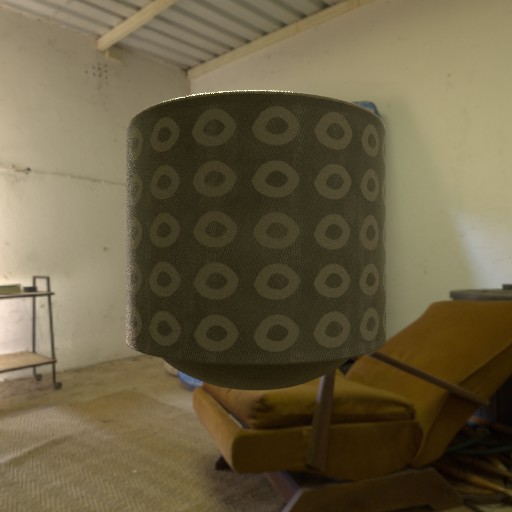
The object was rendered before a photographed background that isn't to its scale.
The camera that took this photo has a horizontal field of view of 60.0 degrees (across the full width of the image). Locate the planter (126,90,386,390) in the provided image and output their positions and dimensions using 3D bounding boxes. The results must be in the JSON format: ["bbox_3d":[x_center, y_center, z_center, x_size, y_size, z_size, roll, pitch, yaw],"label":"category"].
[{"bbox_3d":[0.000,0.000,0.338,0.190,0.181,0.190,0,-1,0],"label":"planter"}]
